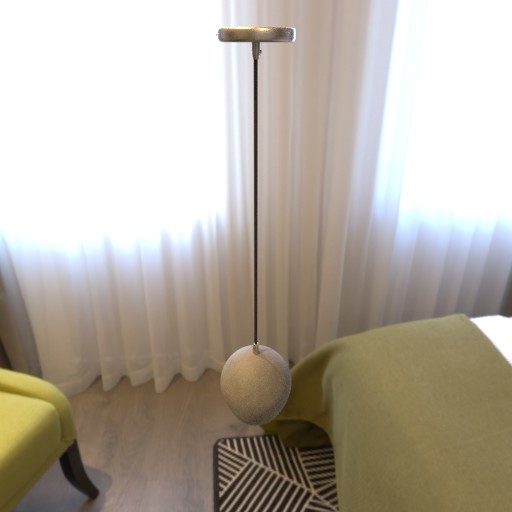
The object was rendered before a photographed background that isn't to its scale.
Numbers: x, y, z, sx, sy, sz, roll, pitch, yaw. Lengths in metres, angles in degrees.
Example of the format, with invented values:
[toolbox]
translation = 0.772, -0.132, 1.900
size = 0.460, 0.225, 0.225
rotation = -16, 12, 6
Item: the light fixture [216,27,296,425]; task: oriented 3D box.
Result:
[light fixture]
translation = 0.000, 0.000, 0.831
size = 0.153, 0.760, 0.153
rotation = -18, 31, -33
